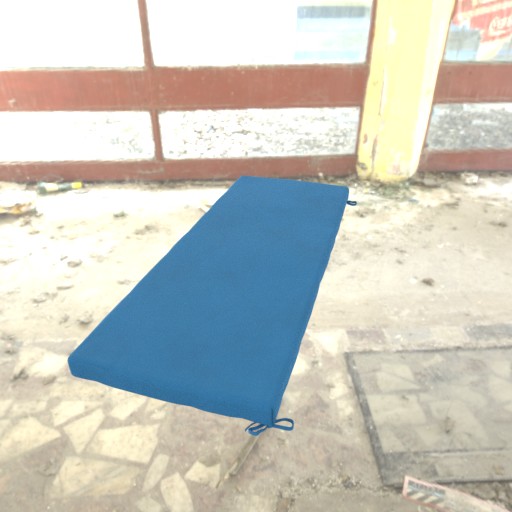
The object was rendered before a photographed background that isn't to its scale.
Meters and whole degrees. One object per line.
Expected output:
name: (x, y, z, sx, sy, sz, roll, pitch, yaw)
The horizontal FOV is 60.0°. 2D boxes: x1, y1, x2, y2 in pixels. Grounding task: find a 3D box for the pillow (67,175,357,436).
pillow: (0.000, 0.000, 1.347, 0.492, 0.081, 1.187, 9, 32, 15)
